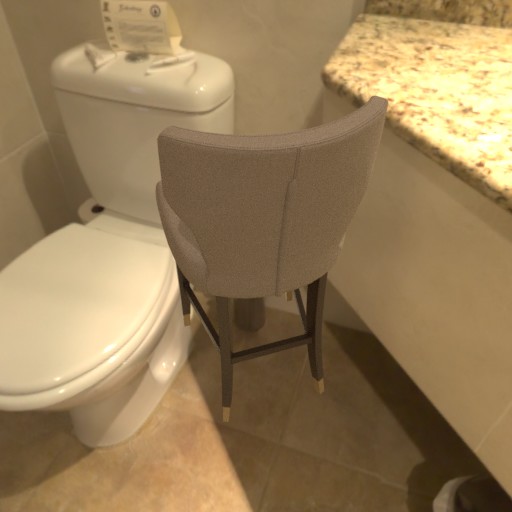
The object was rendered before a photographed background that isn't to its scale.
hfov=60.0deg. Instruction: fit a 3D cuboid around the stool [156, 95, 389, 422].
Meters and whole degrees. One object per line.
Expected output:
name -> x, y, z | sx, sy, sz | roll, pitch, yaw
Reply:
stool -> 0.000, 0.000, 1.392 | 0.526, 1.092, 0.563 | -12, 44, -13
